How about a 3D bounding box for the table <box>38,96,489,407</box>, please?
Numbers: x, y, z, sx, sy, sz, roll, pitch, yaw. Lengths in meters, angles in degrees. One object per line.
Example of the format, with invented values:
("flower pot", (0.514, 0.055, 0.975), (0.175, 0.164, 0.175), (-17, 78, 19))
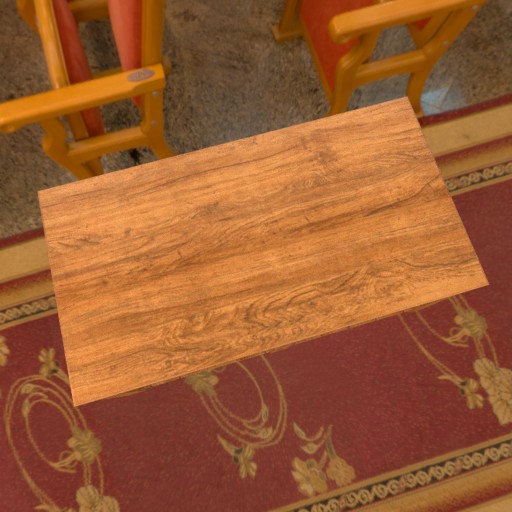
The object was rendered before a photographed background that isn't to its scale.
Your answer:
("table", (0.000, 0.000, 1.482), (1.150, 0.480, 0.635), (-16, 75, -4))
